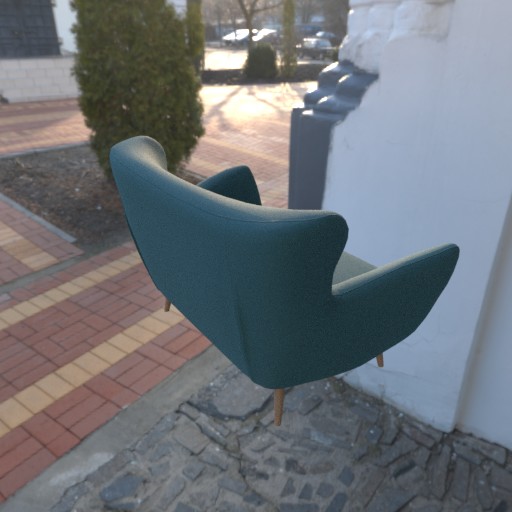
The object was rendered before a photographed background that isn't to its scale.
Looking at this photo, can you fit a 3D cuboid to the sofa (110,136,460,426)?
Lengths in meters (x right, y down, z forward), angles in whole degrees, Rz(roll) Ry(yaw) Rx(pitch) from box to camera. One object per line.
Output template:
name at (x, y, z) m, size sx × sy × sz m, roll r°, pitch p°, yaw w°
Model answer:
sofa at (0.000, 0.000, 1.944) m, size 0.889 × 0.889 × 1.397 m, roll -18°, pitch 32°, yaw -32°
